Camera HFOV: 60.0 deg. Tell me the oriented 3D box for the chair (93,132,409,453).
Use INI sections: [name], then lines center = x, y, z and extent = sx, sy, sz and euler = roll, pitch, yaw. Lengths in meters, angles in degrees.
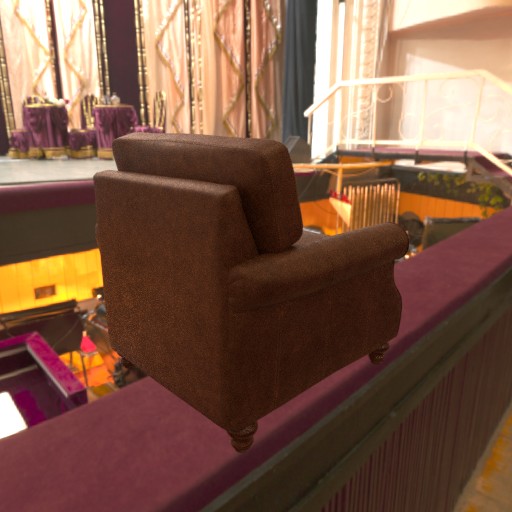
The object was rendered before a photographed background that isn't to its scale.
[chair]
center = 0.000, 0.000, 1.813
extent = 1.002, 0.976, 0.996
euler = -15, 21, -42
